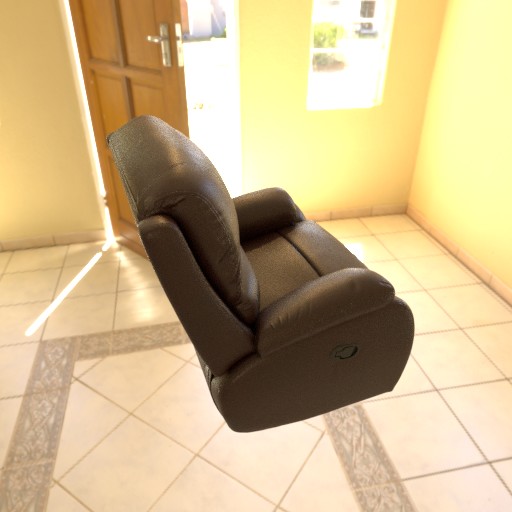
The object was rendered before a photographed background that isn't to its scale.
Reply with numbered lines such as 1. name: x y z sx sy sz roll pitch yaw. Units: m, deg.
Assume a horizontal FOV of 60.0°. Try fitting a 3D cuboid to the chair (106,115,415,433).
1. chair: 0.000 0.000 1.691 0.899 1.011 0.930 -11 33 -18
